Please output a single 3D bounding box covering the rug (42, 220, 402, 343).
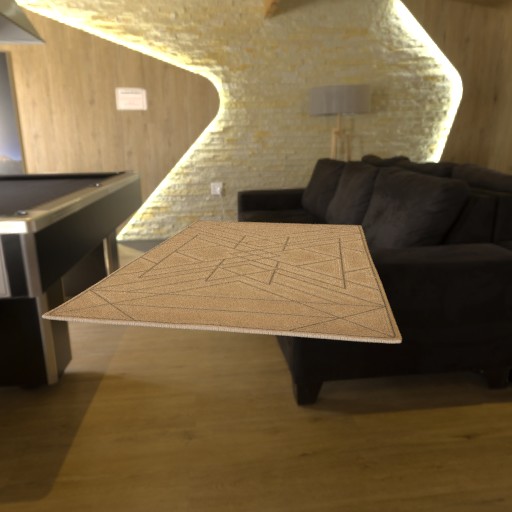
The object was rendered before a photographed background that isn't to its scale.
[{"bbox_3d":[0.000,0.000,3.042,1.575,0.023,2.459,2,15,9],"label":"rug"}]
